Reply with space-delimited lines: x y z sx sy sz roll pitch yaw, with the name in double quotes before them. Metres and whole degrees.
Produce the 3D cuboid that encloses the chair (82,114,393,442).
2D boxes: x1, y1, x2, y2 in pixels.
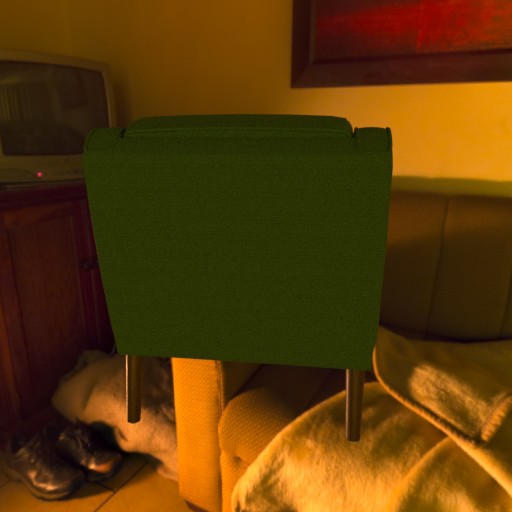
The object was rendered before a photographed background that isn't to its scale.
"chair" 0.000 0.000 1.334 0.663 0.792 0.743 2 15 7
